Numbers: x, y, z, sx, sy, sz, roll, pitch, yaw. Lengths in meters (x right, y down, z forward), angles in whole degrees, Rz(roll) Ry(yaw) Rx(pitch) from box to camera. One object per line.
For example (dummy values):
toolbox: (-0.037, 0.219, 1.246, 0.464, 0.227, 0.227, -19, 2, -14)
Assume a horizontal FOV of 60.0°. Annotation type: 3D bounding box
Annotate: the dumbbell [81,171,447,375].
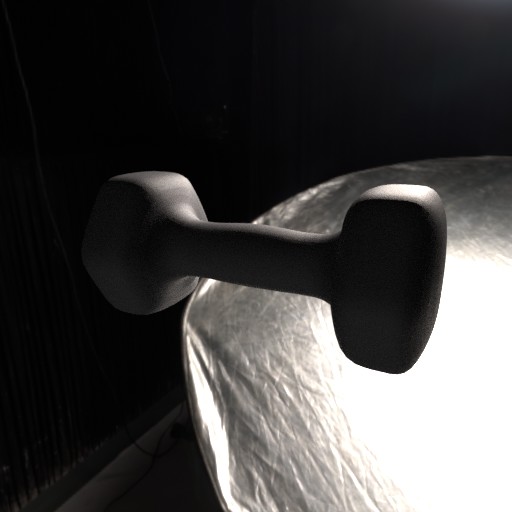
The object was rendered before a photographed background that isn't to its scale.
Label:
dumbbell: (0.000, 0.000, 0.305, 0.240, 0.105, 0.116, 8, 18, 26)
